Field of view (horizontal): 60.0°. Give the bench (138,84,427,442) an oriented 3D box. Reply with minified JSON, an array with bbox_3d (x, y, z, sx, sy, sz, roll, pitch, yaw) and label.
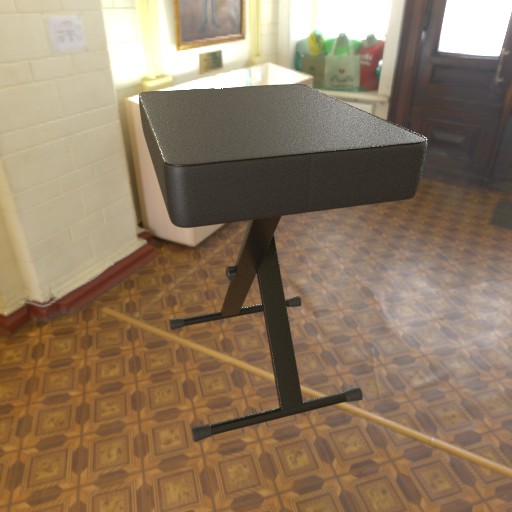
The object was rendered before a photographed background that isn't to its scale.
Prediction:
[{"bbox_3d":[0.000,0.000,0.788,0.321,0.500,0.424,-9,31,-14],"label":"bench"}]
